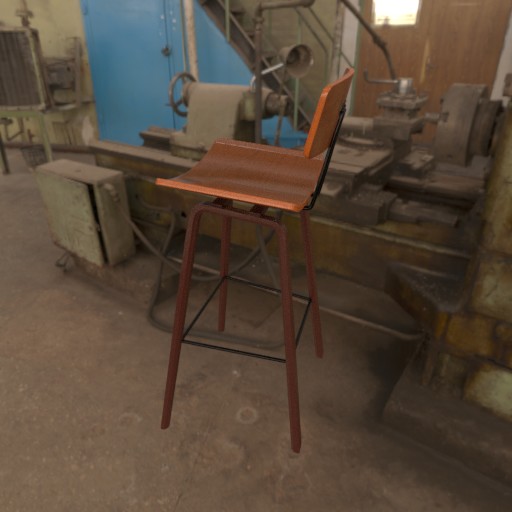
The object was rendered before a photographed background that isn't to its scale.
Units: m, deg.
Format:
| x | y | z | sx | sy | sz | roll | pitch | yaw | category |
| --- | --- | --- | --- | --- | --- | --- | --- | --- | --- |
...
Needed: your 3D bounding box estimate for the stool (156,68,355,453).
| x | y | z | sx | sy | sz | roll | pitch | yaw | category |
| --- | --- | --- | --- | --- | --- | --- | --- | --- | --- |
| 0.000 | 0.000 | 1.245 | 0.440 | 0.969 | 0.509 | 8 | 29 | 14 | stool |
